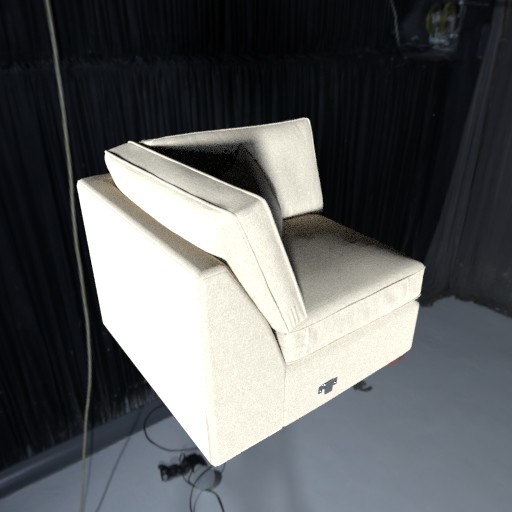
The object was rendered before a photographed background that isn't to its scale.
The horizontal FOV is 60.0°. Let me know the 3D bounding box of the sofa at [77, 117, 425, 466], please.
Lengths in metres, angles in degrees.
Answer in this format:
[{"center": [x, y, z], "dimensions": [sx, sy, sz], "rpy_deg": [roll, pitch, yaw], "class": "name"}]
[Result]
[{"center": [0.000, 0.000, 1.973], "dimensions": [1.146, 1.002, 1.084], "rpy_deg": [-19, 33, -32], "class": "sofa"}]
